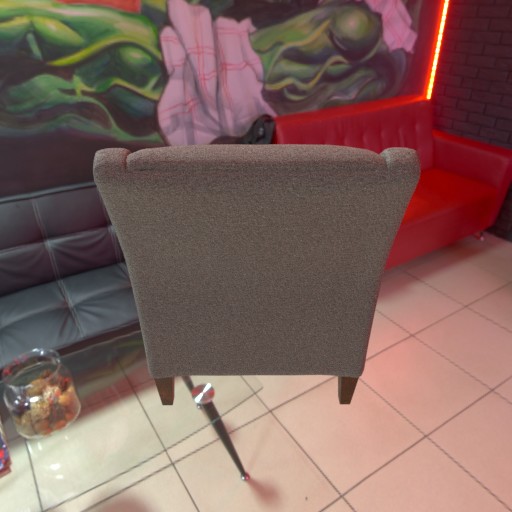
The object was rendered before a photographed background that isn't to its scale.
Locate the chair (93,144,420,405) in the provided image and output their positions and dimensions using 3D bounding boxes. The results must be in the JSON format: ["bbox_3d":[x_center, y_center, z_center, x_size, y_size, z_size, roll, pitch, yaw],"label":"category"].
[{"bbox_3d":[0.000,0.000,1.603,0.774,1.016,0.870,0,30,0],"label":"chair"}]
